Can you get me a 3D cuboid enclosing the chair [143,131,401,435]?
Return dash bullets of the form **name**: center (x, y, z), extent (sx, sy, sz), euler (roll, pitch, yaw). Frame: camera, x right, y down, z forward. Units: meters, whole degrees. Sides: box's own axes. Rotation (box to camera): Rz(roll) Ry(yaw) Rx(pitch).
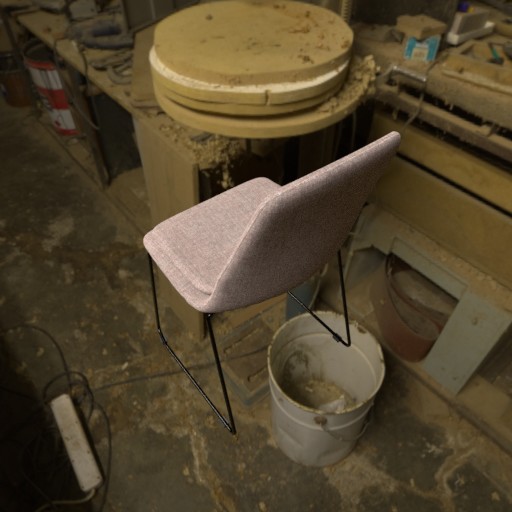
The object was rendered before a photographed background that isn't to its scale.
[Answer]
- **chair**: center (0.000, 0.000, 1.151), extent (0.479, 0.858, 0.518), euler (-30, 53, -26)
